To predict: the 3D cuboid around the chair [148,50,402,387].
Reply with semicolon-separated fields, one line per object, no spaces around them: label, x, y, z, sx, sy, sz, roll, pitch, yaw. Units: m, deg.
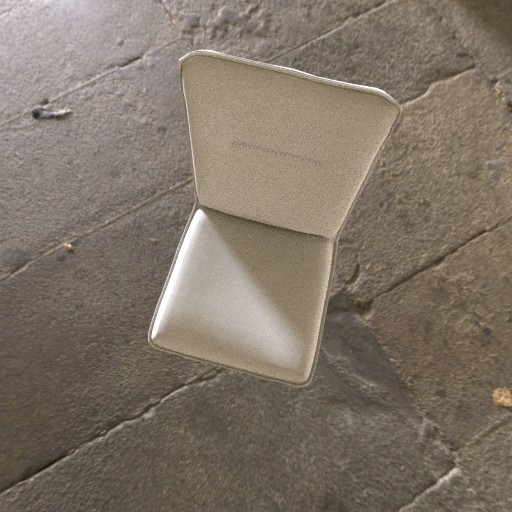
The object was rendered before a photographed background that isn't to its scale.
chair;0.000;0.000;1.350;0.515;0.930;0.688;14;76;4
